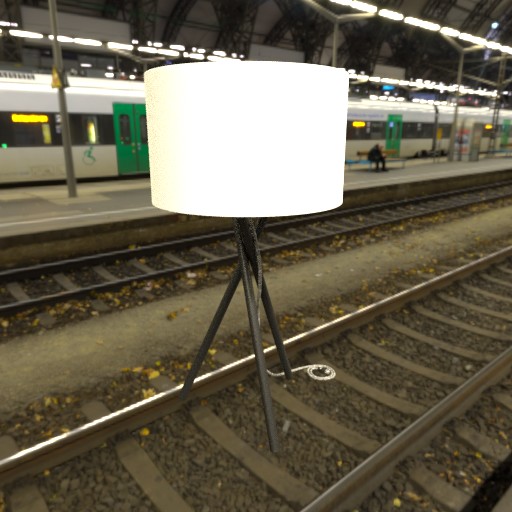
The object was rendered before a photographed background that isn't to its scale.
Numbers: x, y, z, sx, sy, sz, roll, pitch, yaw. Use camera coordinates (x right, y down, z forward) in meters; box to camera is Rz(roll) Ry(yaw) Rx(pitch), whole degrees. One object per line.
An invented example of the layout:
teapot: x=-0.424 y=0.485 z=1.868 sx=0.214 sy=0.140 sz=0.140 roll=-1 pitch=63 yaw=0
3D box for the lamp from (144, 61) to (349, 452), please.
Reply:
lamp: x=0.000 y=0.000 z=0.902 sx=0.353 sy=0.674 sz=0.422 roll=8 pitch=17 yaw=27
